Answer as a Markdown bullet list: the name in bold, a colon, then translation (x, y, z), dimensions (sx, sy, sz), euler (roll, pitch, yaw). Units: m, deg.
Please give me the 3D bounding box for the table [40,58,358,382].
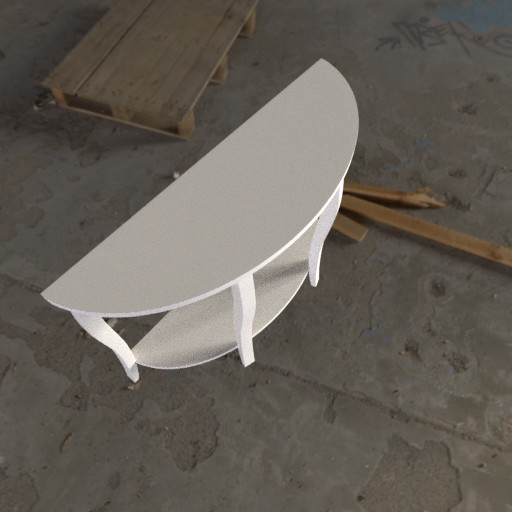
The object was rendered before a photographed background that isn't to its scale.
- **table**: translation (0.000, 0.000, 1.619), dimensions (0.394, 0.780, 1.219), euler (35, 65, 19)
